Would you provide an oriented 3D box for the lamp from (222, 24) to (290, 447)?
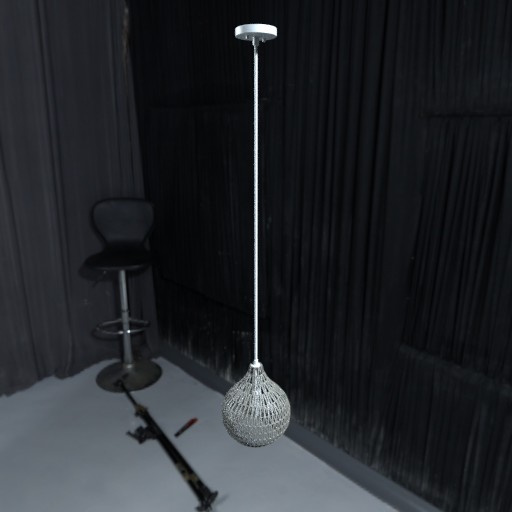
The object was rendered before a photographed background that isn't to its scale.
[{"bbox_3d":[0.000,0.000,2.065,0.355,1.919,0.355,-15,22,-41],"label":"lamp"}]
